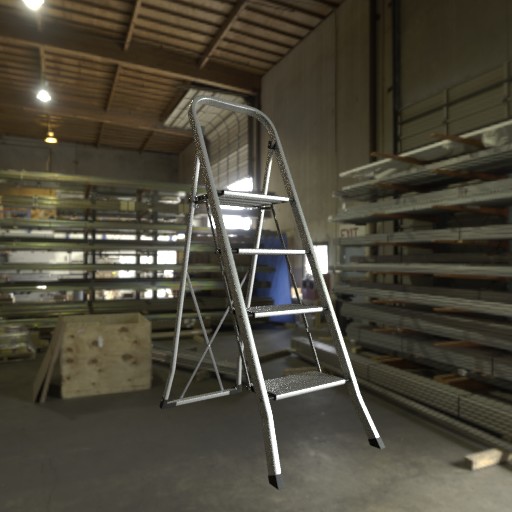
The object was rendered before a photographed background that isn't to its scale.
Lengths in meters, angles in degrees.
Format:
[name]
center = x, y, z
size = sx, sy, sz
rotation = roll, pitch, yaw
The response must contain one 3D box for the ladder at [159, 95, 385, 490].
[ladder]
center = 0.000, 0.000, 1.688
size = 0.465, 1.290, 0.830
rotation = 1, -1, -37
